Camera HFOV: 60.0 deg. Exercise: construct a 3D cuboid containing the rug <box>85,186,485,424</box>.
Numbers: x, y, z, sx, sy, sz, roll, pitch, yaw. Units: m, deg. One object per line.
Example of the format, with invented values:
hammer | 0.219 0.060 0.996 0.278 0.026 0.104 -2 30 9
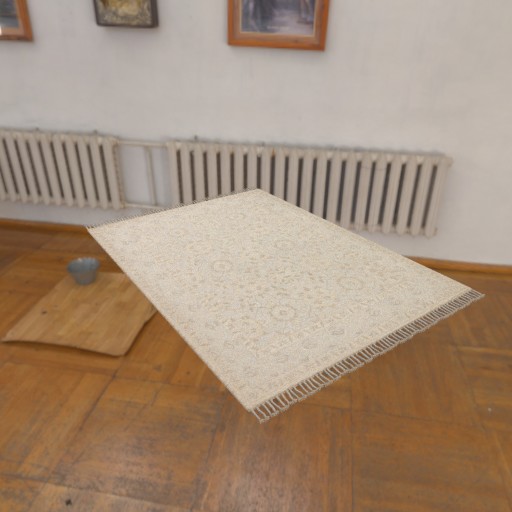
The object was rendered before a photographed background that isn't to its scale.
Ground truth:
rug | 0.000 0.000 2.280 1.223 0.015 1.771 -18 33 -31
